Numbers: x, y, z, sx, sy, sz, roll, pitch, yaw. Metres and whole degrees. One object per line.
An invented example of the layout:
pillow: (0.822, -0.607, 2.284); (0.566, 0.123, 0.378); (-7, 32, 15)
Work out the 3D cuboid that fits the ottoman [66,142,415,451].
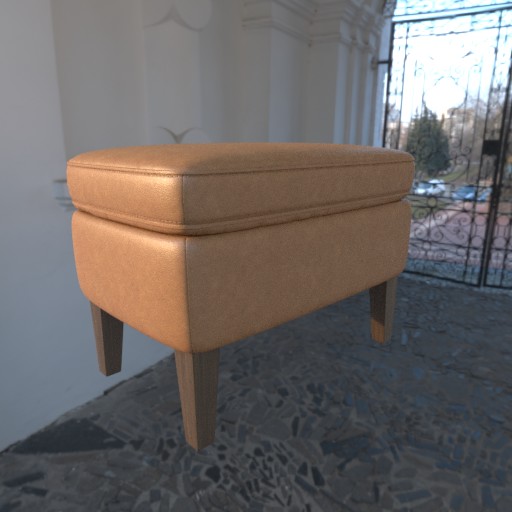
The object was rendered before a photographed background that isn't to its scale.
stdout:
ottoman: (0.000, 0.000, 0.970); (0.670, 0.480, 0.420); (-14, 20, -42)
